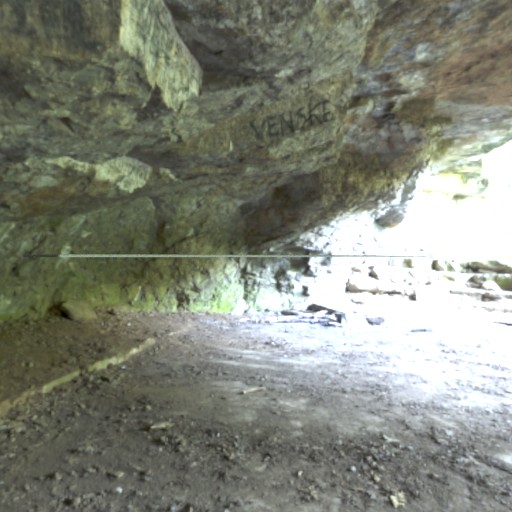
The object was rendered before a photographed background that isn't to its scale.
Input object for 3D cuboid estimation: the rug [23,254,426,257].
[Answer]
[{"bbox_3d":[0.000,0.000,2.702,2.430,0.012,0.759,0,0,-37],"label":"rug"}]
